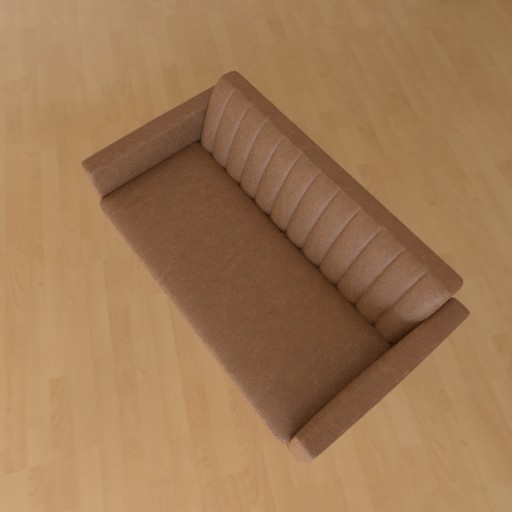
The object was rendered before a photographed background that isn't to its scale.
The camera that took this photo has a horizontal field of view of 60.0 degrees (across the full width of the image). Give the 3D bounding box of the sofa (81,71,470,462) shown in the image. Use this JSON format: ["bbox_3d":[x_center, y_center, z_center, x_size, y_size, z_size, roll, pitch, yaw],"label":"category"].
[{"bbox_3d":[0.000,0.000,2.345,0.993,0.821,1.847,-36,69,-16],"label":"sofa"}]
